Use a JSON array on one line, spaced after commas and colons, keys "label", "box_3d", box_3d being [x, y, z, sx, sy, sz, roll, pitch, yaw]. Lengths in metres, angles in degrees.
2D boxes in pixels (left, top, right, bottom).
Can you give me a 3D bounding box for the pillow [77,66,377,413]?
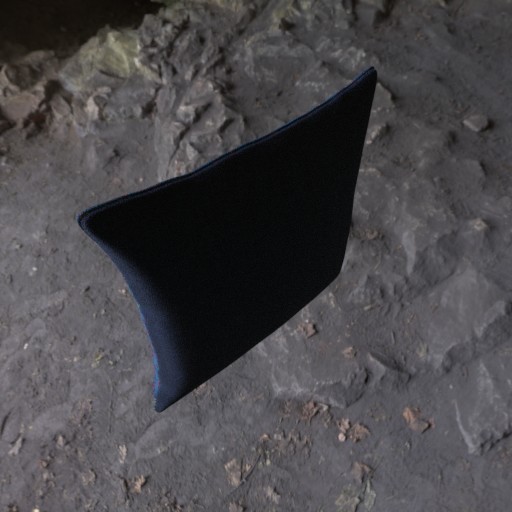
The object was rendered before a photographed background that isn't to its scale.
[{"label": "pillow", "box_3d": [0.000, 0.000, 0.646, 0.431, 0.431, 0.141, -34, 56, -27]}]
